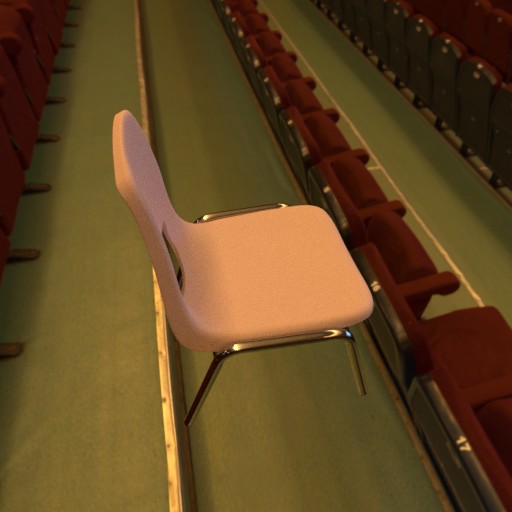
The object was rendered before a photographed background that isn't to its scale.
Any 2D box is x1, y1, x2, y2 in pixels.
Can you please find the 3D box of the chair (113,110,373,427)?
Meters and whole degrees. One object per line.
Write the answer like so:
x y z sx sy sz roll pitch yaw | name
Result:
0.000 0.000 0.796 0.385 0.537 0.354 -9 46 -9 | chair
